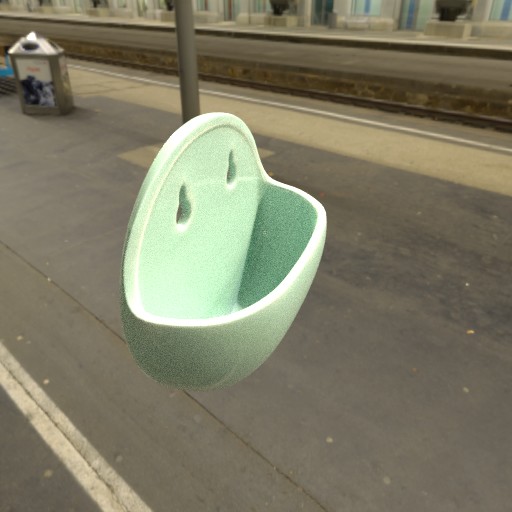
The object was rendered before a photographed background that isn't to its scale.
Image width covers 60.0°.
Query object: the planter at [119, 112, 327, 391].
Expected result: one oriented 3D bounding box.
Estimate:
[{"bbox_3d":[0.000,0.000,0.276,0.073,0.164,0.189,11,32,18],"label":"planter"}]
